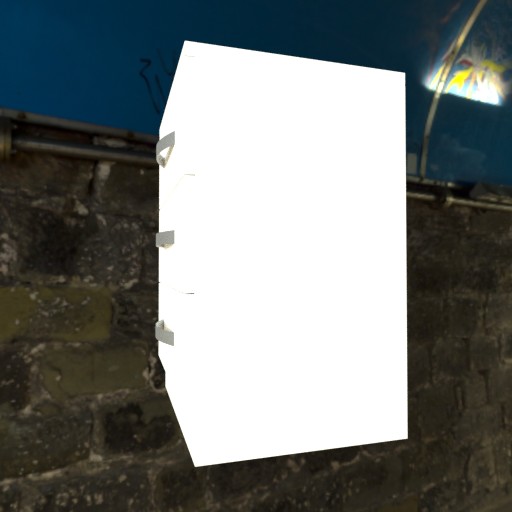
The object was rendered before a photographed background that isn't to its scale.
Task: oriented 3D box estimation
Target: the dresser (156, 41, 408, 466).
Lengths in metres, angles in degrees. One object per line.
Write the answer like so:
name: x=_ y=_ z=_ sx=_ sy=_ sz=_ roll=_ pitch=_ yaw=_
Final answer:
dresser: x=0.000 y=0.000 z=0.817 sx=0.360 sy=0.560 sz=0.400 roll=0 pitch=-1 yaw=-17
